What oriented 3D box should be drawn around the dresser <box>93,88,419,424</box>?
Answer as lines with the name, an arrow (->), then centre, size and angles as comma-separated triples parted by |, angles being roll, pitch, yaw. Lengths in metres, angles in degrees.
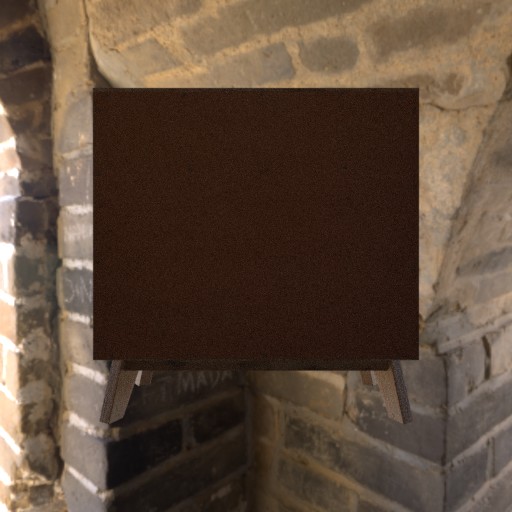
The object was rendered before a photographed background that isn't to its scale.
dresser -> 0.000, 0.000, 1.582 | 0.998, 1.029, 0.455 | 0, 0, 0
